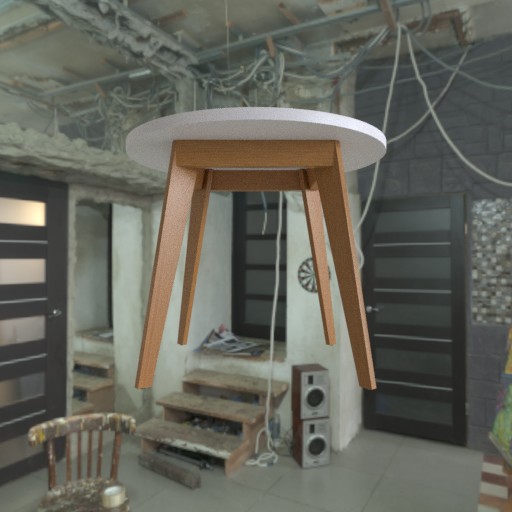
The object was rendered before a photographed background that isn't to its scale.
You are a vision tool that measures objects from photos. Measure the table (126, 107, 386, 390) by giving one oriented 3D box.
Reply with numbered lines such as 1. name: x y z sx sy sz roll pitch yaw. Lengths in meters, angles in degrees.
1. table: 0.000 0.000 1.587 0.896 0.762 0.896 0 0 0
